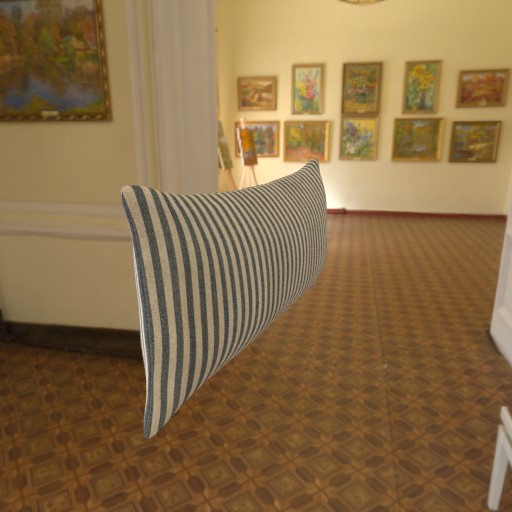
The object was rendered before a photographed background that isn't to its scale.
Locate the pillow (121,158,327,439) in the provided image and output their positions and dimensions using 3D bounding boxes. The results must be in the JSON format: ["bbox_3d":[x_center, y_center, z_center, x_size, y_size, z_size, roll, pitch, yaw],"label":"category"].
[{"bbox_3d":[0.000,0.000,0.742,0.151,0.295,0.617,7,17,24],"label":"pillow"}]
